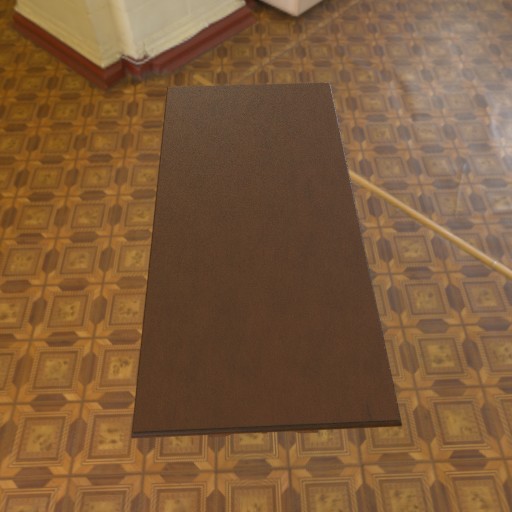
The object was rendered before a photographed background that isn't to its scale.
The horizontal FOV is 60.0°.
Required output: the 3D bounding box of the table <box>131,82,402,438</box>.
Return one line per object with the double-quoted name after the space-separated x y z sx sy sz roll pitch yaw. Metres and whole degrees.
0.000 0.000 1.479 0.594 0.459 1.197 -2 57 -1 "table"
